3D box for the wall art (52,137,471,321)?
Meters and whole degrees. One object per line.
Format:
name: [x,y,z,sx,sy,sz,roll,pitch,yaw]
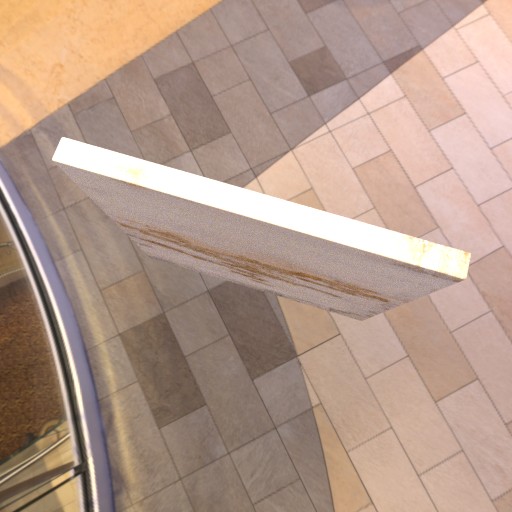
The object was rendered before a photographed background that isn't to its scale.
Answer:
wall art: [0.000,0.000,0.926,0.611,0.613,0.040,16,77,4]
